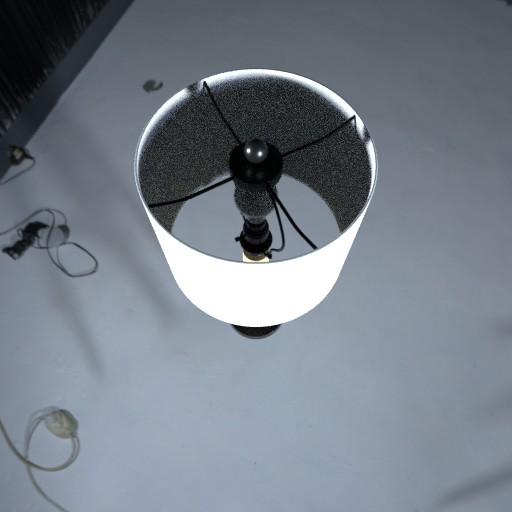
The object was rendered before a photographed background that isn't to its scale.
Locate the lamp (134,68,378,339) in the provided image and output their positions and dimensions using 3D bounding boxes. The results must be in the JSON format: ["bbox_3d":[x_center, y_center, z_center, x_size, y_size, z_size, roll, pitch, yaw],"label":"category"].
[{"bbox_3d":[0.000,0.000,0.825,0.305,0.640,0.305,17,66,8],"label":"lamp"}]
